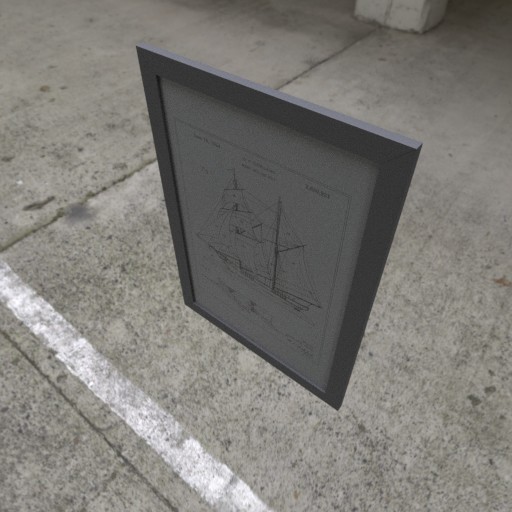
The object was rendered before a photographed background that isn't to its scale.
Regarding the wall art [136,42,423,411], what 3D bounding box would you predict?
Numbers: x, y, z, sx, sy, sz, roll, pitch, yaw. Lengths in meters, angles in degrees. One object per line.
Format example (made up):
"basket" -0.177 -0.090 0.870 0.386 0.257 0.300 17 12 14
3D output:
"wall art" 0.000 0.000 0.675 0.380 0.534 0.013 30 53 26
